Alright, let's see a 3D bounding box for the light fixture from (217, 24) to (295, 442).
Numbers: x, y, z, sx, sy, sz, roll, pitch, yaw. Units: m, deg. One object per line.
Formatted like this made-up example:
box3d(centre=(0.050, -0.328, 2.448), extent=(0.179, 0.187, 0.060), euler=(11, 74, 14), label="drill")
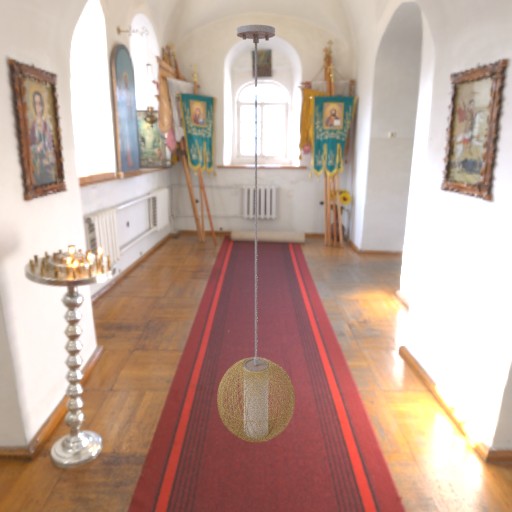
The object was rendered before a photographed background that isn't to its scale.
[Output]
box3d(centre=(0.000, 0.000, 2.104), extent=(0.407, 1.955, 0.406), euler=(-15, 22, -43), label="light fixture")
